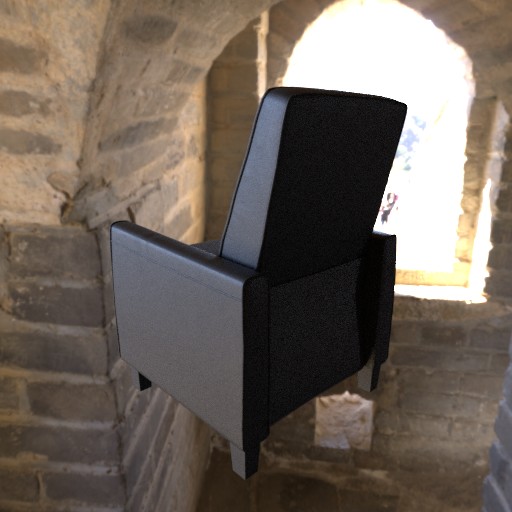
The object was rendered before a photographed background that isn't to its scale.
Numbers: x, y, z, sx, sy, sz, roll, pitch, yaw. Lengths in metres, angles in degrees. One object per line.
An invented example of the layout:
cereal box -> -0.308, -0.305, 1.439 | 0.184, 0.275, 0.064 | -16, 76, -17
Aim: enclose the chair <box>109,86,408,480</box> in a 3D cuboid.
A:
chair -> 0.000, 0.000, 1.490 | 0.705, 1.013, 0.746 | -14, 21, -41
